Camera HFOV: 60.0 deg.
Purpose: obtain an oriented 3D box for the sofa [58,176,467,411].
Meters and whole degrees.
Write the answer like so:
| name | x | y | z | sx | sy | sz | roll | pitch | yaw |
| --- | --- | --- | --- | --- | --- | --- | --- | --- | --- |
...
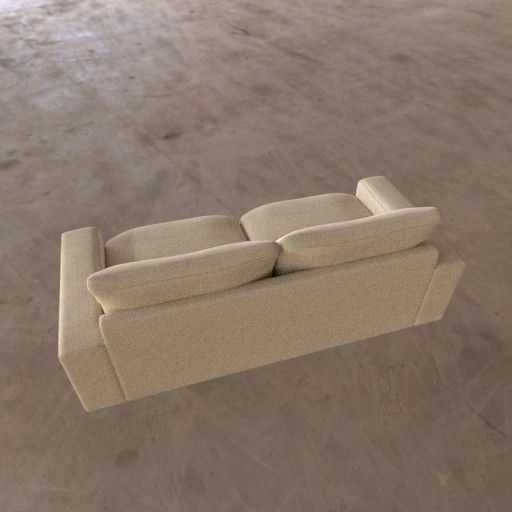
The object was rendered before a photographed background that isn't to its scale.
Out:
| name | x | y | z | sx | sy | sz | roll | pitch | yaw |
| --- | --- | --- | --- | --- | --- | --- | --- | --- | --- |
| sofa | 0.000 | 0.000 | 2.796 | 2.299 | 0.922 | 1.040 | -12 | 44 | -12 |
